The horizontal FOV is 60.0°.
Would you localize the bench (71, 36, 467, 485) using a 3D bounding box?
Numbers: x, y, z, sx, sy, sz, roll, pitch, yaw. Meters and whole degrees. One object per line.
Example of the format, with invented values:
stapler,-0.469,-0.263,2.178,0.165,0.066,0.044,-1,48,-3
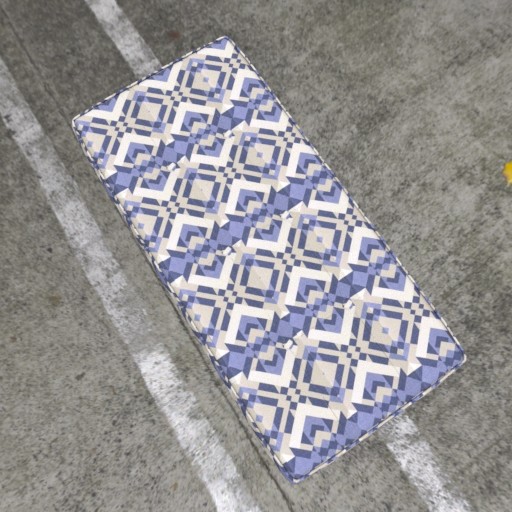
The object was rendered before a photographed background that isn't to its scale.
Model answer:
bench,0.000,0.000,1.251,0.492,0.477,1.016,-32,78,-8
